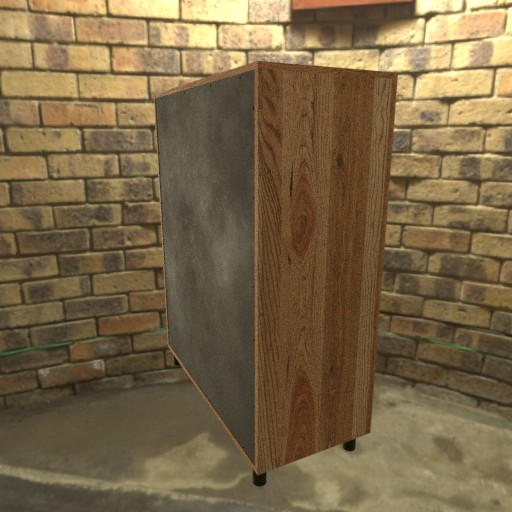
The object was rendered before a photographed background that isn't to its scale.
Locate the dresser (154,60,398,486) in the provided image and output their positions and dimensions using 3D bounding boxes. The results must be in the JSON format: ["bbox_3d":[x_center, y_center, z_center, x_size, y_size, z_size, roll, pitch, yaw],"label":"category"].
[{"bbox_3d":[0.000,0.000,1.726,0.480,1.243,0.966,-8,17,-26],"label":"dresser"}]
